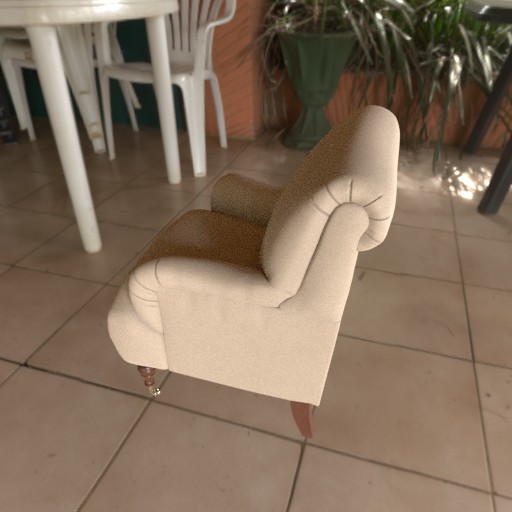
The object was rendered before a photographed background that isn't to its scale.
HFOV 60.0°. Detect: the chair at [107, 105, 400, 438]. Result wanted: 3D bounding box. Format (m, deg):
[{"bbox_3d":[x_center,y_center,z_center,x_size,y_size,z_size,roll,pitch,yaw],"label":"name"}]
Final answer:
[{"bbox_3d":[0.000,0.000,1.560,0.842,0.942,0.766,9,33,14],"label":"chair"}]
